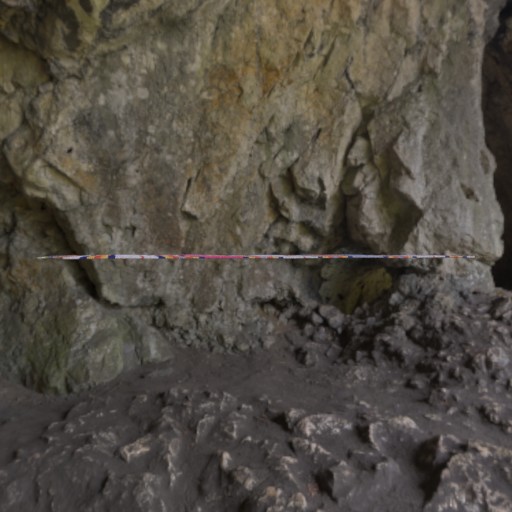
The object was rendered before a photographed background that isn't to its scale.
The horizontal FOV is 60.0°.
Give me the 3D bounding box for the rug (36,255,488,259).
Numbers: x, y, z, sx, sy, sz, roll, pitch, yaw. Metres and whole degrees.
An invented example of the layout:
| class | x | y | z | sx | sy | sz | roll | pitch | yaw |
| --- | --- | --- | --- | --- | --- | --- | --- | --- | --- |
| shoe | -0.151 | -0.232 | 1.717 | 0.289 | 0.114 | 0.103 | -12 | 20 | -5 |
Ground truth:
| class | x | y | z | sx | sy | sz | roll | pitch | yaw |
| --- | --- | --- | --- | --- | --- | --- | --- | --- | --- |
| rug | 0.000 | 0.000 | 2.216 | 1.849 | 0.013 | 1.084 | 0 | 0 | -18 |
